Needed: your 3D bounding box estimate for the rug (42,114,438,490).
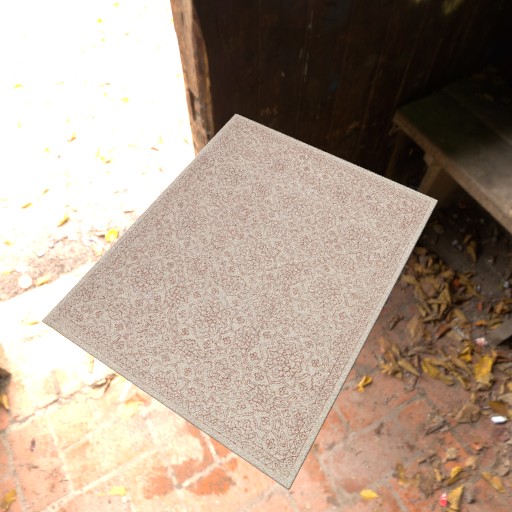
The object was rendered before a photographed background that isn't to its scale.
[{"bbox_3d":[0.000,0.000,4.137,2.441,0.015,3.050,28,62,16],"label":"rug"}]
